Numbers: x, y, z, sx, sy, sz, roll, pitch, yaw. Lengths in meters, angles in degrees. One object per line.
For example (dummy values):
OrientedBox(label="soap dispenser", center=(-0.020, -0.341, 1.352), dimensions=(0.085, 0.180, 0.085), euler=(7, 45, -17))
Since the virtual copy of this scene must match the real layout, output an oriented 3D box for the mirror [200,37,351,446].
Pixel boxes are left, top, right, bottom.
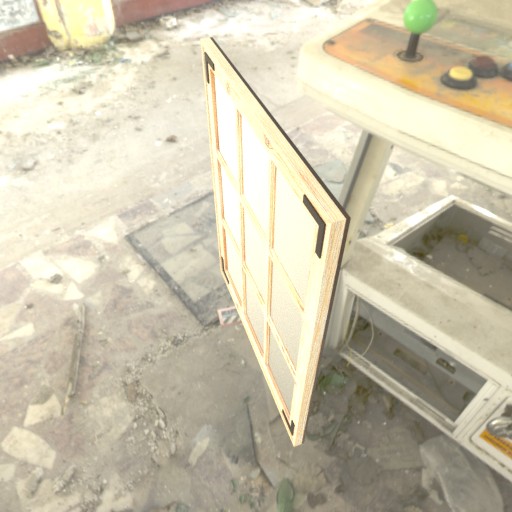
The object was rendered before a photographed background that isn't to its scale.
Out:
OrientedBox(label="mirror", center=(0.000, 0.000, 1.208), dimensions=(0.032, 0.882, 0.730), euler=(-15, 49, -14))
